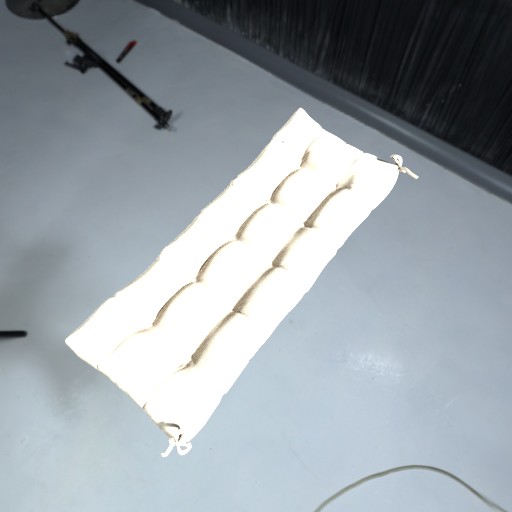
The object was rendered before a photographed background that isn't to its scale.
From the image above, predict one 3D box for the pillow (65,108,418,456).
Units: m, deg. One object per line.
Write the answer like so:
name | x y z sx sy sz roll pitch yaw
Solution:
pillow | 0.000 0.000 1.383 0.511 0.174 1.194 35 68 16
